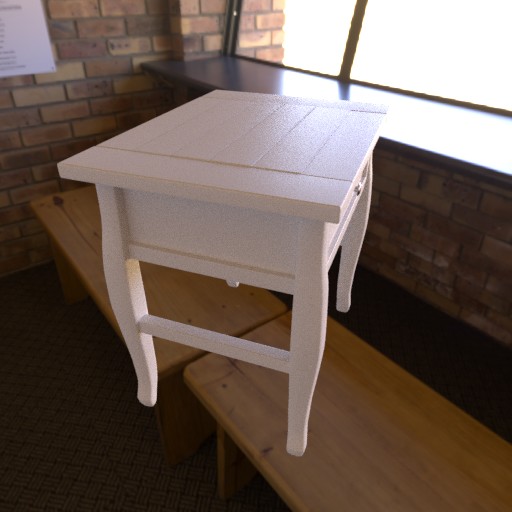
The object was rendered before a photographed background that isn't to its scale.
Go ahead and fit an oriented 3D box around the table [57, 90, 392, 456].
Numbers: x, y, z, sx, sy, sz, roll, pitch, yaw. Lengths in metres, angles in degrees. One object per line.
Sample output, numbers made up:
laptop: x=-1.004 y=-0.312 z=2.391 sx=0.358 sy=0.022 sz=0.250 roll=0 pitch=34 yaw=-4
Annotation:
table: x=0.000 y=0.000 z=1.042 sx=0.463 sy=0.605 sz=0.599 roll=11 pitch=34 yaw=17
